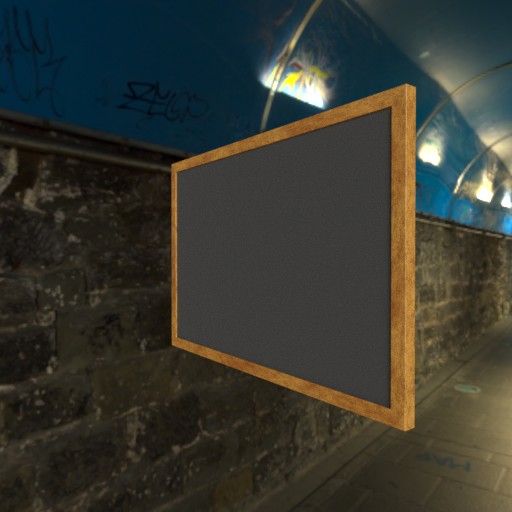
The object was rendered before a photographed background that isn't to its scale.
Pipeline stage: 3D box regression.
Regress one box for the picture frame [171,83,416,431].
[{"bbox_3d":[0.000,0.000,1.167,0.029,0.621,0.922,0,1,-37],"label":"picture frame"}]
